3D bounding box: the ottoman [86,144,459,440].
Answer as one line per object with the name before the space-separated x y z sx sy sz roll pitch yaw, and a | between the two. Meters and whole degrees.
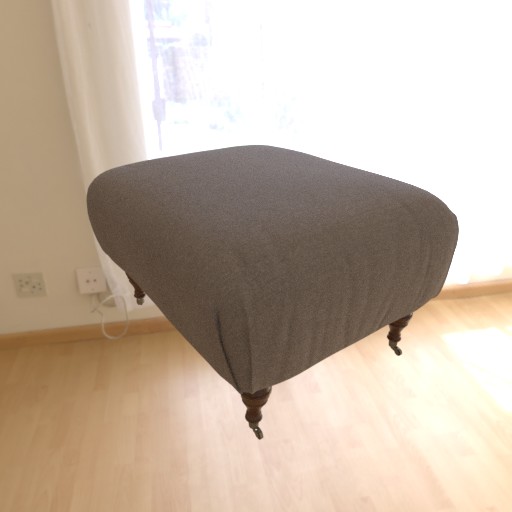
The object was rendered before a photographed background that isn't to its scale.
ottoman | 0.000 0.000 1.110 0.622 0.450 0.747 -18 32 -32
